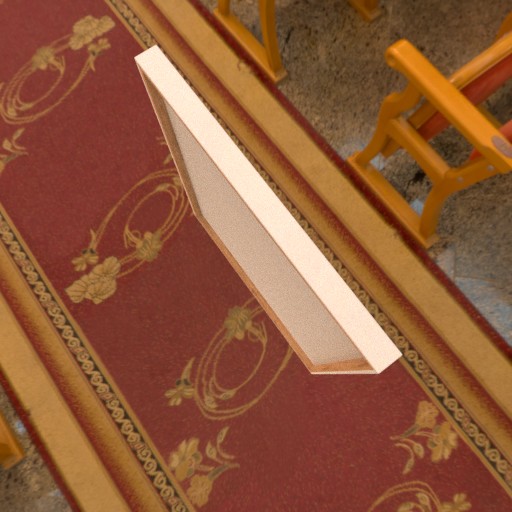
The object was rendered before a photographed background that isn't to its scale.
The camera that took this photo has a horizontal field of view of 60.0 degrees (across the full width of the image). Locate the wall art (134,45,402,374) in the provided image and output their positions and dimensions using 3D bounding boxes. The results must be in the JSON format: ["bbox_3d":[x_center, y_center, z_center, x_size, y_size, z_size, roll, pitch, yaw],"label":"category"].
[{"bbox_3d":[0.000,0.000,0.837,0.037,0.606,0.508,-35,78,-9],"label":"wall art"}]
